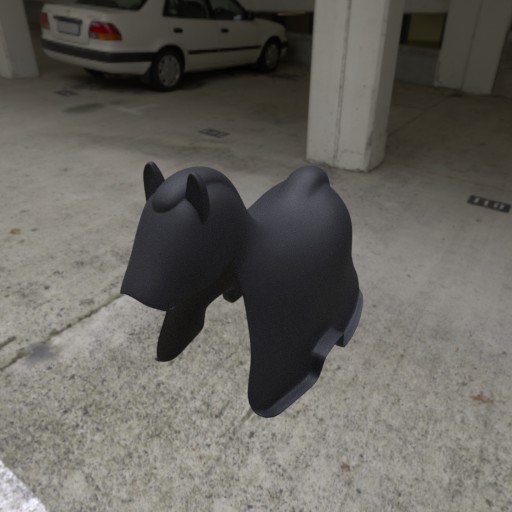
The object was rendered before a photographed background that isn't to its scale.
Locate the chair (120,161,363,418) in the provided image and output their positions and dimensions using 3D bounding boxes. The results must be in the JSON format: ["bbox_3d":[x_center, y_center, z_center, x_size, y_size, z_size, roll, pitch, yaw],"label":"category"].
[{"bbox_3d":[0.000,0.000,1.116,0.429,0.612,0.800,18,34,29],"label":"chair"}]
